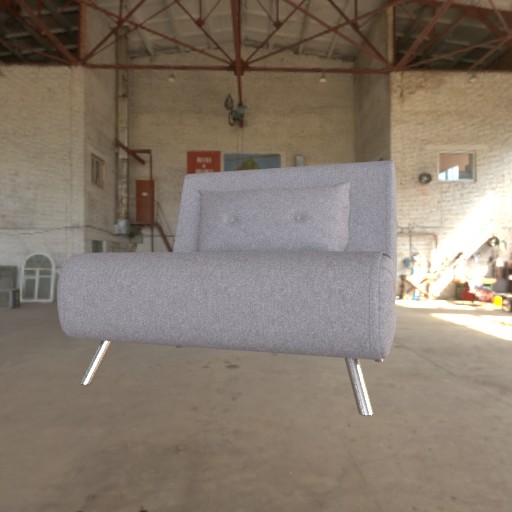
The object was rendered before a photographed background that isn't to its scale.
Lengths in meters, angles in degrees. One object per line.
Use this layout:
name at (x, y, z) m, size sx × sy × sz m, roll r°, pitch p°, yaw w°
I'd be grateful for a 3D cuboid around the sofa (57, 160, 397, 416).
sofa at (0.000, 0.000, 1.686) m, size 1.020 × 0.825 × 1.000 m, roll 0°, pitch 0°, yaw 19°
